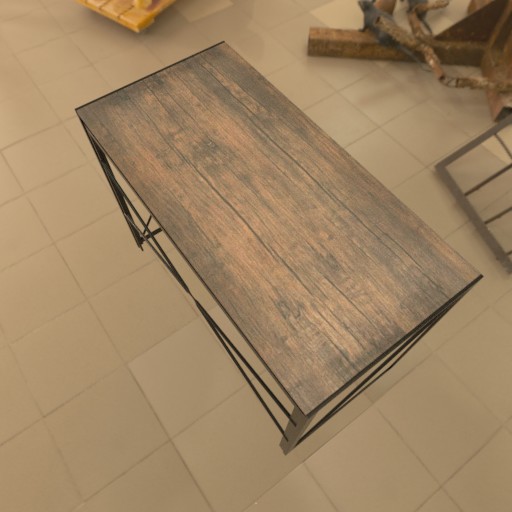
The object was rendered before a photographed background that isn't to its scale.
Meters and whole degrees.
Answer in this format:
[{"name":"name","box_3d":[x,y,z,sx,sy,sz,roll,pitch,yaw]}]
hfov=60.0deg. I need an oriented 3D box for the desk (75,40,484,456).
[{"name":"desk","box_3d":[0.000,0.000,1.430,0.505,0.747,1.015,-33,66,-17]}]
